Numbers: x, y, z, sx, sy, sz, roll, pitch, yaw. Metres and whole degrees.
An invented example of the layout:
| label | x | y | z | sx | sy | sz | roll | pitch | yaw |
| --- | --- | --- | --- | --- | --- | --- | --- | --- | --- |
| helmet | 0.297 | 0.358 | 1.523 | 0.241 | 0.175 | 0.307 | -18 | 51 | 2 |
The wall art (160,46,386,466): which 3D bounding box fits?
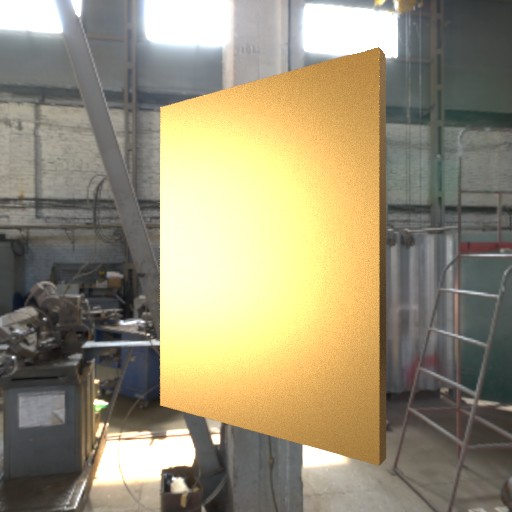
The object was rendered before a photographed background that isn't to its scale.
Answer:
| label | x | y | z | sx | sy | sz | roll | pitch | yaw |
| --- | --- | --- | --- | --- | --- | --- | --- | --- | --- |
| wall art | 0.000 | 0.000 | 1.047 | 0.610 | 0.812 | 0.038 | 0 | 0 | 35 |
